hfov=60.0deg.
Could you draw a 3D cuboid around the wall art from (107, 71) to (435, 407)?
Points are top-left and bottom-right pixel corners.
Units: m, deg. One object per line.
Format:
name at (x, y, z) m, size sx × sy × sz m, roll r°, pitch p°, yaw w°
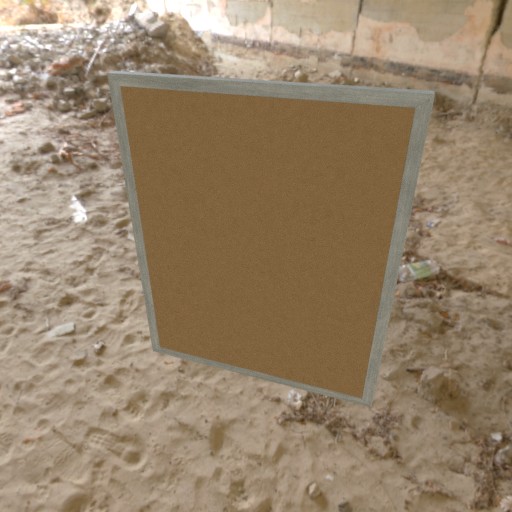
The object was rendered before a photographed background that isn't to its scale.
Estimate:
wall art at (0.000, 0.000, 0.781) m, size 0.479 × 0.582 × 0.022 m, roll 10°, pitch 33°, yaw 16°
